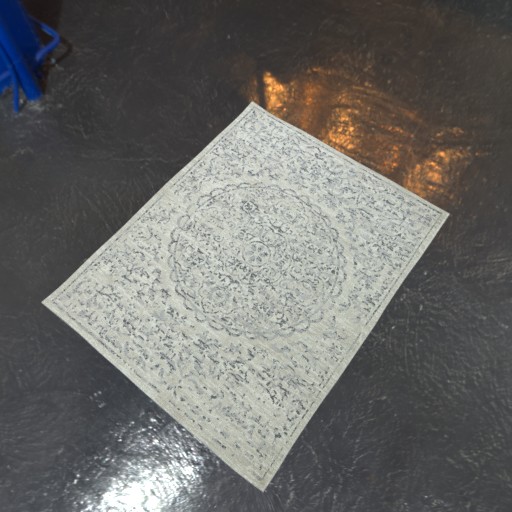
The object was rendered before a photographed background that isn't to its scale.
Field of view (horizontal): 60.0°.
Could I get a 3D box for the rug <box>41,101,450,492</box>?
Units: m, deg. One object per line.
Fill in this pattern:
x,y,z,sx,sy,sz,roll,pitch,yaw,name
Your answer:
0.000,0.000,3.947,2.343,0.026,2.925,34,68,16,rug
